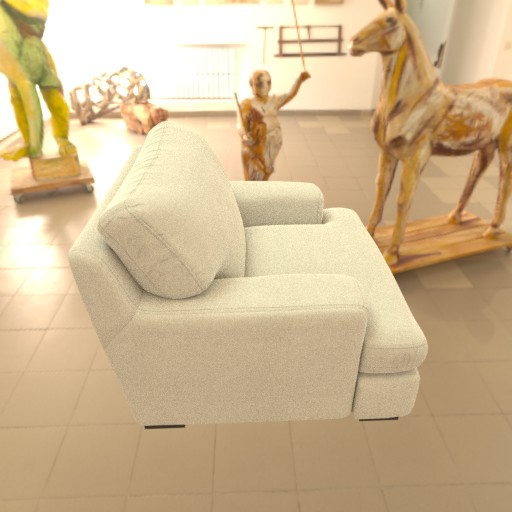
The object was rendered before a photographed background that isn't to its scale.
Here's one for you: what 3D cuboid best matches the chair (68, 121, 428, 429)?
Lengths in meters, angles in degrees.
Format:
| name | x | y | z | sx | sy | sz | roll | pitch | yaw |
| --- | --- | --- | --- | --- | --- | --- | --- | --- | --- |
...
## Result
| name | x | y | z | sx | sy | sz | roll | pitch | yaw |
| --- | --- | --- | --- | --- | --- | --- | --- | --- | --- |
| chair | 0.000 | 0.000 | 1.911 | 1.158 | 0.930 | 1.140 | -1 | 31 | -2 |
